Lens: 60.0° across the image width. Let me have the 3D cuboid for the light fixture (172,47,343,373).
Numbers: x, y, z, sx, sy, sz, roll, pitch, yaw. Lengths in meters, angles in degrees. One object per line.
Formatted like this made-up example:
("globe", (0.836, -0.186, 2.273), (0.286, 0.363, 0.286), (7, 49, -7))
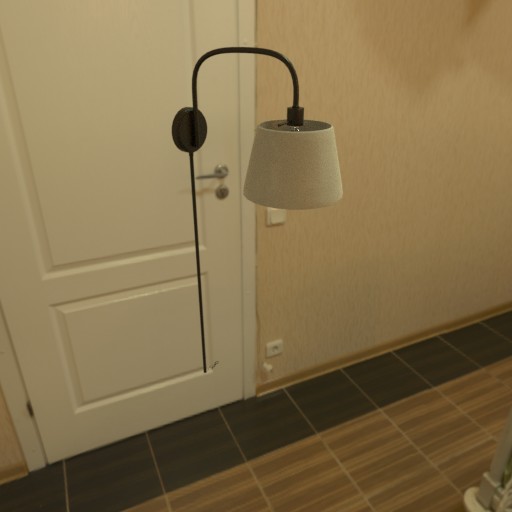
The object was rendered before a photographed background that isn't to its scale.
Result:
("light fixture", (0.000, 0.000, 0.468), (0.176, 0.399, 0.092), (18, 31, 32))
